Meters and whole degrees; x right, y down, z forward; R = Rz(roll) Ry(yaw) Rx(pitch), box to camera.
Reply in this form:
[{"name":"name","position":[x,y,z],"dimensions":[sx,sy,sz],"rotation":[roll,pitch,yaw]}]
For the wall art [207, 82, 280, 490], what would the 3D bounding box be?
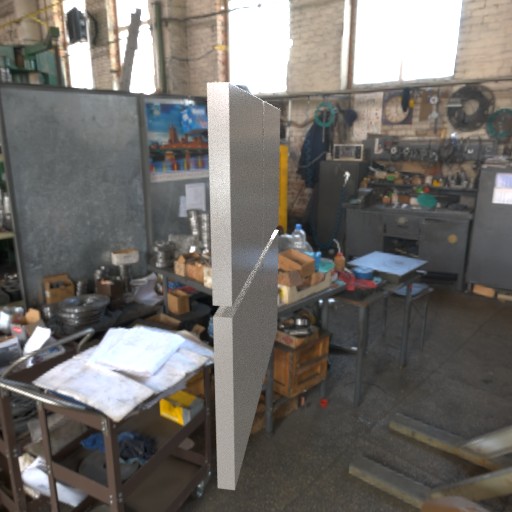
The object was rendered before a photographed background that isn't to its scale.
[{"name":"wall art","position":[0.000,0.000,0.922],"dimensions":[0.029,0.611,0.611],"rotation":[2,15,9]}]
